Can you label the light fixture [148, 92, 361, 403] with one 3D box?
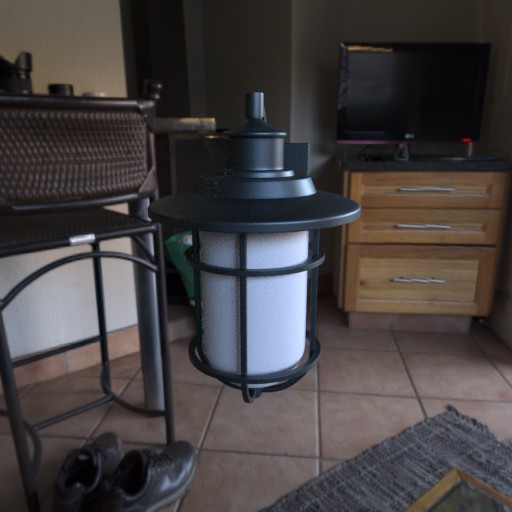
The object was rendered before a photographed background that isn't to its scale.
[{"bbox_3d":[0.000,0.000,0.501,0.222,0.345,0.252,2,15,8],"label":"light fixture"}]
